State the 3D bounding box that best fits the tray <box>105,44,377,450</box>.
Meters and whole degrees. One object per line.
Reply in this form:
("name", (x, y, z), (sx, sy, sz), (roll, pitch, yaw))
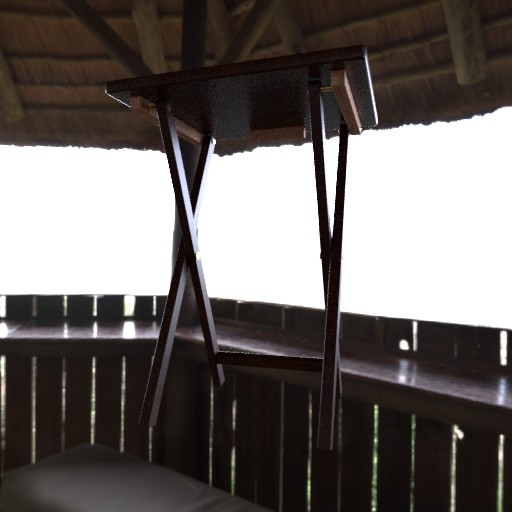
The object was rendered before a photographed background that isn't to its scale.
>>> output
("tray", (0.000, 0.000, 0.942), (0.483, 0.660, 0.381), (0, 0, 18))
